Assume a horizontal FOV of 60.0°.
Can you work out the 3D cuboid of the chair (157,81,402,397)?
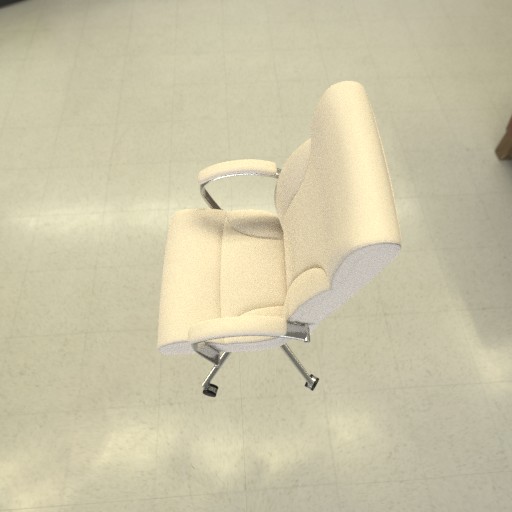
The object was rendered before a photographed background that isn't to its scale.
[{"bbox_3d":[0.000,0.000,1.586,0.745,1.099,0.727,-1,58,-1],"label":"chair"}]
